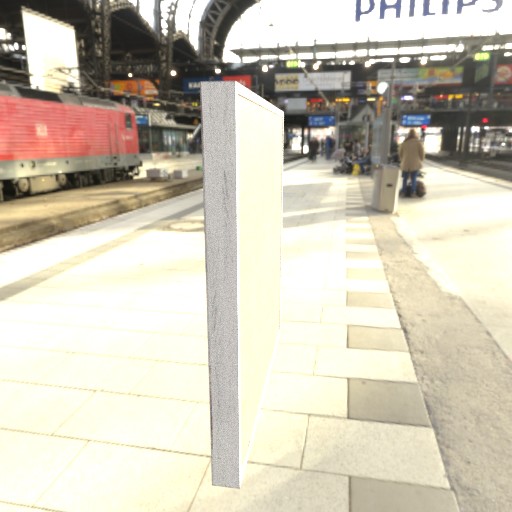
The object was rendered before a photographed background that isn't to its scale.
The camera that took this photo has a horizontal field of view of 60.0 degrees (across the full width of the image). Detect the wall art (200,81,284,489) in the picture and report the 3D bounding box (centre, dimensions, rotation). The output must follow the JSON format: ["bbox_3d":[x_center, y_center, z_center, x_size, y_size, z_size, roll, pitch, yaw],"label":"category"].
[{"bbox_3d":[0.000,0.000,0.771,0.038,0.508,0.508,2,15,9],"label":"wall art"}]
